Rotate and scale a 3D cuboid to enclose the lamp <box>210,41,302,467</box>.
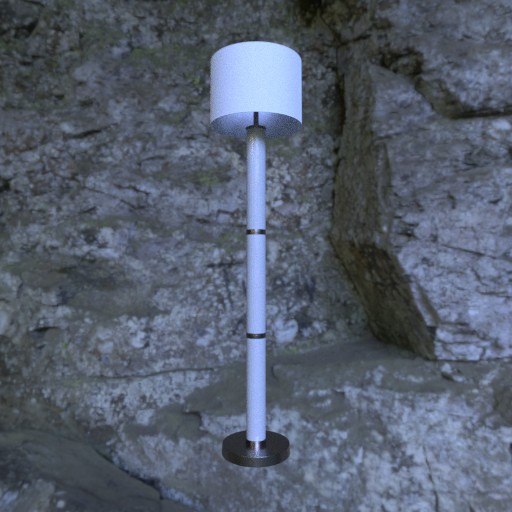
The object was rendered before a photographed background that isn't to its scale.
[{"bbox_3d":[0.000,0.000,1.821,0.377,1.599,0.377,0,-1,18],"label":"lamp"}]
